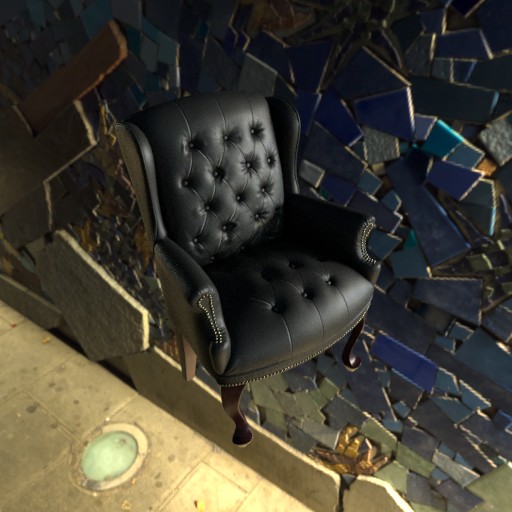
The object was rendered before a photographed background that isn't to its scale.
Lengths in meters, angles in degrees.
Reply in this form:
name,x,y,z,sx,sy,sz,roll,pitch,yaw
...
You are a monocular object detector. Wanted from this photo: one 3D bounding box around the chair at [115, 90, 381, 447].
name,x,y,z,sx,sy,sz,roll,pitch,yaw
chair,0.000,0.000,1.706,0.838,1.111,0.762,-22,38,-32
